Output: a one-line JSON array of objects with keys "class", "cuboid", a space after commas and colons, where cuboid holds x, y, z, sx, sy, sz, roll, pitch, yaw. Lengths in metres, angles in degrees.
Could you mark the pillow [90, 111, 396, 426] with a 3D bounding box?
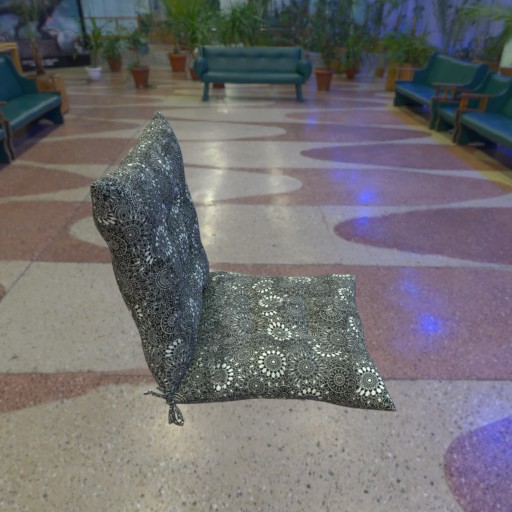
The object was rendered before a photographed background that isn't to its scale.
[{"class": "pillow", "cuboid": [0.000, 0.000, 1.009, 0.585, 0.536, 0.541, 1, 30, 1]}]
